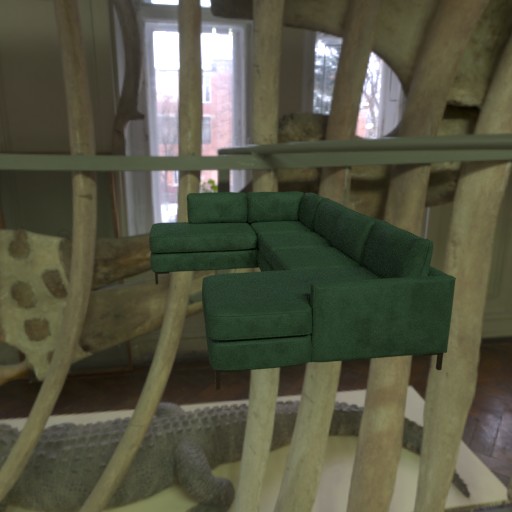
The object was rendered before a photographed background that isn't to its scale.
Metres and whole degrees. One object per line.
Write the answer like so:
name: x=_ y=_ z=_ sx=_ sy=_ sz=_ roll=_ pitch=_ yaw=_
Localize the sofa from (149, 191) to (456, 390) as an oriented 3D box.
sofa: x=0.000 y=0.000 z=3.948 sx=1.992 sy=0.861 sz=2.994 roll=-2 pitch=15 yaw=-9
